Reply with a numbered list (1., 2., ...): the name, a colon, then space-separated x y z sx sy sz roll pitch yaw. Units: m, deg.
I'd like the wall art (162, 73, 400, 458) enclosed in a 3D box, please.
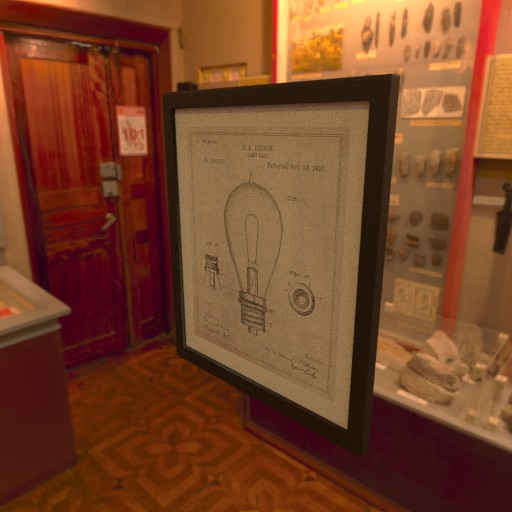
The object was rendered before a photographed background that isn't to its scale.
1. wall art: 0.000 0.000 0.708 0.430 0.509 0.021 15 22 41
